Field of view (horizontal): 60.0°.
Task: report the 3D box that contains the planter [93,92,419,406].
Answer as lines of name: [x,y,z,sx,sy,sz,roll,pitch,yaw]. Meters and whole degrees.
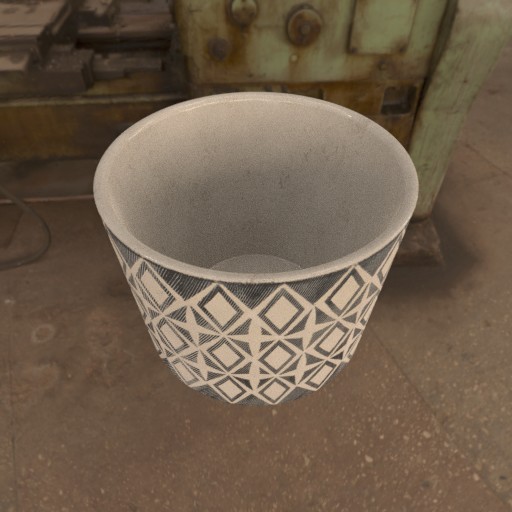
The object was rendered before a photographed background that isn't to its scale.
planter: [0.000,0.000,0.443,0.260,0.220,0.260,0,45,0]
